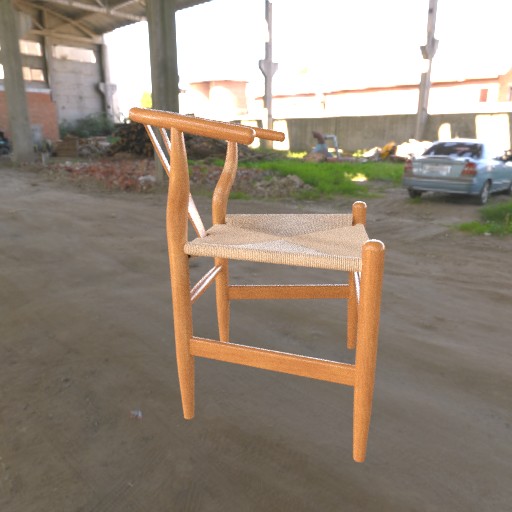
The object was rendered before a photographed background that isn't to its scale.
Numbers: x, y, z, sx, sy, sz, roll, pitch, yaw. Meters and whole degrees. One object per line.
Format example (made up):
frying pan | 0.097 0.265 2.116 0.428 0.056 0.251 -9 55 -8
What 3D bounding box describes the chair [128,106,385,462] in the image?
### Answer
chair | 0.000 0.000 1.145 0.579 0.730 0.569 3 15 10
